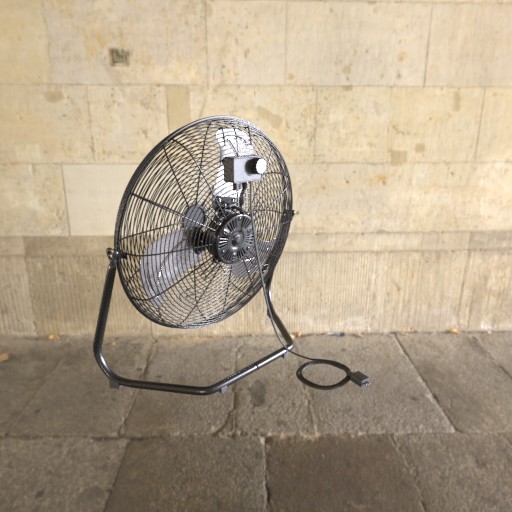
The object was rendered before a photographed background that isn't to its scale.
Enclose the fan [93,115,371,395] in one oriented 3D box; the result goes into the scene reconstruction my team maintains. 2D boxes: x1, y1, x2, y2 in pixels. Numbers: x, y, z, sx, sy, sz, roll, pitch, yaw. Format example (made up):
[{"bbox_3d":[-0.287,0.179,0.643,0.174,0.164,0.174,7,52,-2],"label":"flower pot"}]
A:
[{"bbox_3d":[0.000,0.000,1.000,0.470,0.605,0.595,16,23,42],"label":"fan"}]
